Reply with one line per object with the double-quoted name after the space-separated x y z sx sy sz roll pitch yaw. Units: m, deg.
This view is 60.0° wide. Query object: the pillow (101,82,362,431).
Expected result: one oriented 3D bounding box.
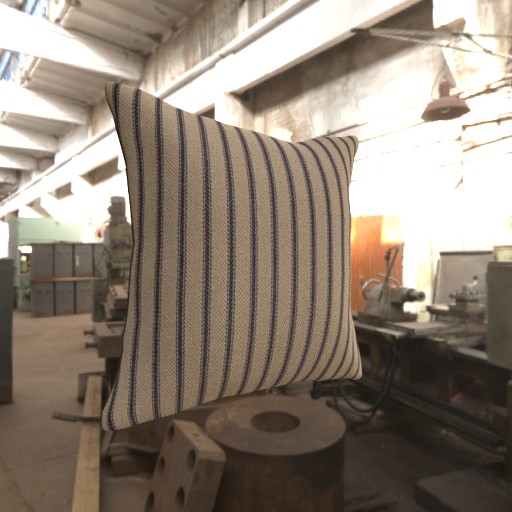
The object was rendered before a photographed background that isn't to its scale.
0.000 0.000 0.685 0.468 0.444 0.138 1 -1 -35 "pillow"
